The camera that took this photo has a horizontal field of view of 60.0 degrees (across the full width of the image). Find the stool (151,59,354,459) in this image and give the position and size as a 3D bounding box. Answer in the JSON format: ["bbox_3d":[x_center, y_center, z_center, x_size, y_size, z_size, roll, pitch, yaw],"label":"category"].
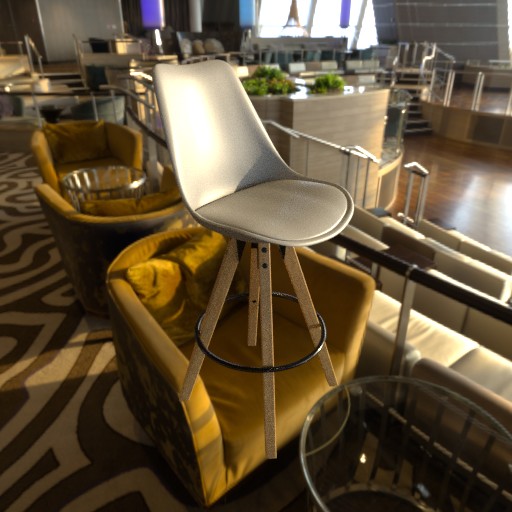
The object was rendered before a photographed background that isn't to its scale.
[{"bbox_3d":[0.000,0.000,1.409,0.550,1.115,0.485,19,33,33],"label":"stool"}]
